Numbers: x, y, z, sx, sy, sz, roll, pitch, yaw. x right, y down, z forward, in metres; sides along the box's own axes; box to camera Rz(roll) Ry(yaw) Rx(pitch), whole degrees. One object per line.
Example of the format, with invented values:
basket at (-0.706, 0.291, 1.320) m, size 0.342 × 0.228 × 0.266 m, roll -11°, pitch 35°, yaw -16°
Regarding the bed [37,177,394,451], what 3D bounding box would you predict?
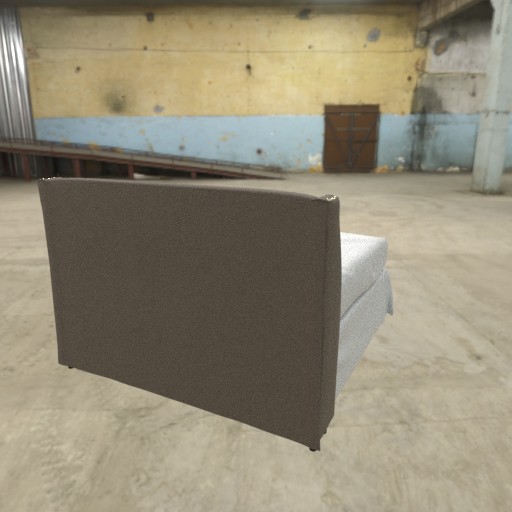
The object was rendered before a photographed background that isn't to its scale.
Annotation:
bed at (0.000, 0.000, 3.448) m, size 1.925 × 1.332 × 2.276 m, roll 8°, pitch 17°, yaw 27°
